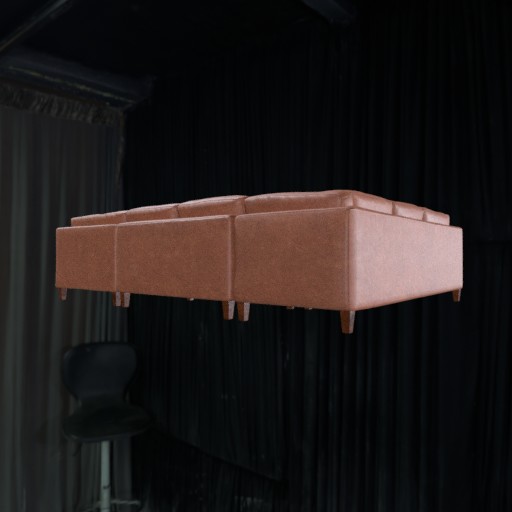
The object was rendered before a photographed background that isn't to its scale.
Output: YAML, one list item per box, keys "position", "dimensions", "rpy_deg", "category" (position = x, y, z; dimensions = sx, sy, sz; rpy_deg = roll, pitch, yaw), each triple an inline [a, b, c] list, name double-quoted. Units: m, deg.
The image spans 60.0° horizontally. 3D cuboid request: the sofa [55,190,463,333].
- position: [0.000, 0.000, 4.626]
  dimensions: [3.460, 0.923, 2.593]
  rpy_deg: [0, 0, 38]
  category: "sofa"
